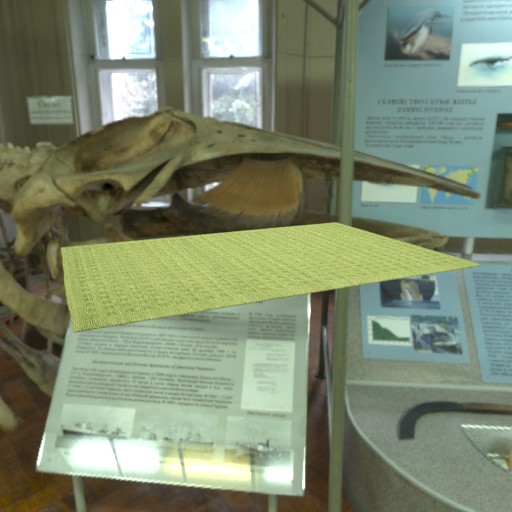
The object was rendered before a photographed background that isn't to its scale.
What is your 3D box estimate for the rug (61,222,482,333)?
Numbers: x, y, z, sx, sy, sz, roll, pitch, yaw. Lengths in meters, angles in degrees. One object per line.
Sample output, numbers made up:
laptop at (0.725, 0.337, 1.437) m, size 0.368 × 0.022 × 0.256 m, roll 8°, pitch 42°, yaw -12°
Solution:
rug at (0.000, 0.000, 2.871) m, size 2.297 × 0.007 × 1.529 m, roll -7°, pitch 16°, yaw -24°
